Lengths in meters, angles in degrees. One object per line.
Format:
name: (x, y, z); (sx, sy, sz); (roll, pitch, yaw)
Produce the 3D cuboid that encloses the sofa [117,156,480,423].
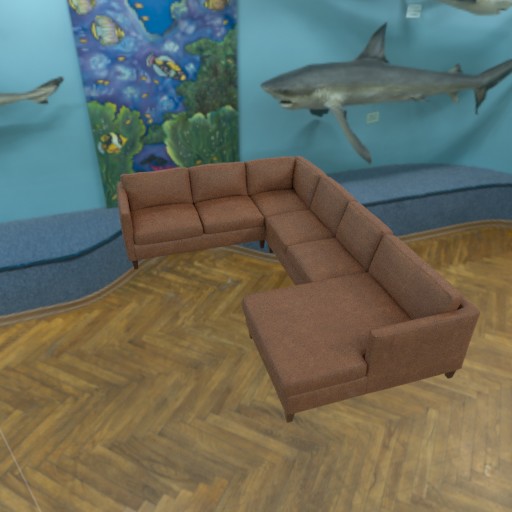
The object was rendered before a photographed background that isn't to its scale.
sofa: (0.000, 0.000, 4.580); (2.593, 0.923, 3.460); (-10, 34, -15)
